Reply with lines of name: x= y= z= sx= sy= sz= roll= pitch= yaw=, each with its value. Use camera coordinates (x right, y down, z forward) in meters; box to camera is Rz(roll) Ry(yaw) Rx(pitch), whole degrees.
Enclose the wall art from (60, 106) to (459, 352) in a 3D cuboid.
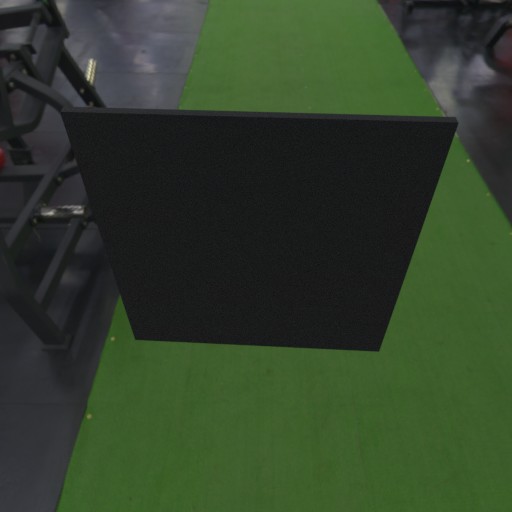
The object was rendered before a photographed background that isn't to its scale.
wall art: x=0.000 y=0.000 z=0.671 sx=0.456 sy=0.458 sz=0.013 roll=2 pitch=45 yaw=2
